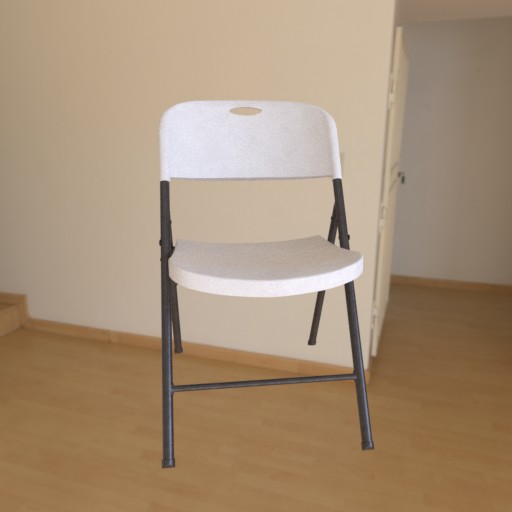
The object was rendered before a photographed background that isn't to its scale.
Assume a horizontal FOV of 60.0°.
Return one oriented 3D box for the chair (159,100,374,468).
[{"bbox_3d":[0.000,0.000,1.168,0.494,0.810,0.566,-2,16,-7],"label":"chair"}]
